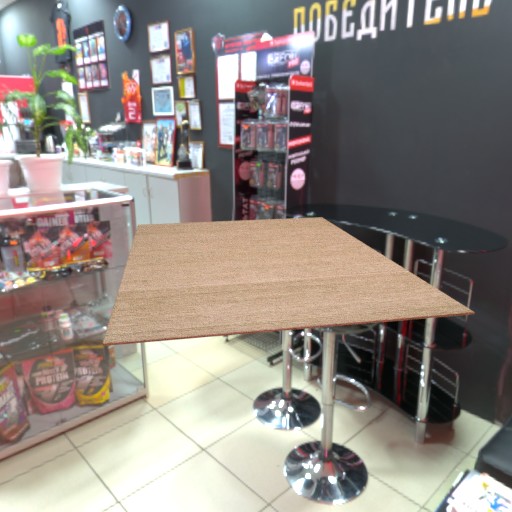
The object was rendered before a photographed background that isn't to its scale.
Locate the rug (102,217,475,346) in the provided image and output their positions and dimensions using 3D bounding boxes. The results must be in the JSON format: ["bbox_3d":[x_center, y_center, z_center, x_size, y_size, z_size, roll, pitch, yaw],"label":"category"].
[{"bbox_3d":[0.000,0.000,4.295,2.425,0.016,3.198,-3,17,-10],"label":"rug"}]
